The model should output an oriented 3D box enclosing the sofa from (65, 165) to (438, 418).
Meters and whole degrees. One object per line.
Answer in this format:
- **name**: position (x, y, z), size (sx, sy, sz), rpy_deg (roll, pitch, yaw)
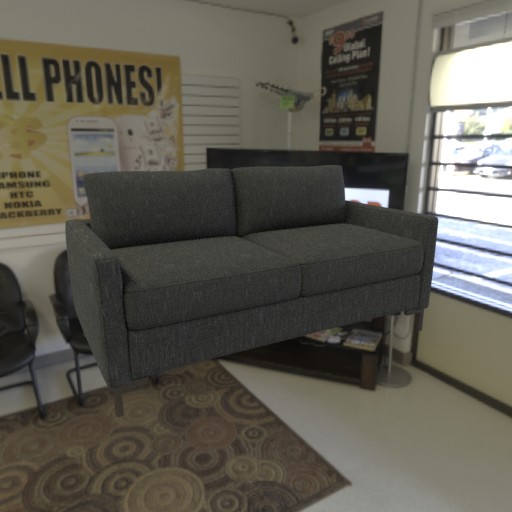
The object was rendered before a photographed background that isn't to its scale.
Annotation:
- **sofa**: position (0.000, 0.000, 2.270), size (1.716, 0.862, 0.866), rpy_deg (-8, 17, -28)
